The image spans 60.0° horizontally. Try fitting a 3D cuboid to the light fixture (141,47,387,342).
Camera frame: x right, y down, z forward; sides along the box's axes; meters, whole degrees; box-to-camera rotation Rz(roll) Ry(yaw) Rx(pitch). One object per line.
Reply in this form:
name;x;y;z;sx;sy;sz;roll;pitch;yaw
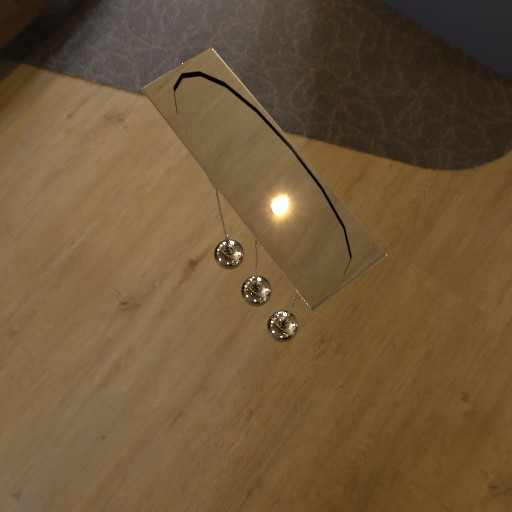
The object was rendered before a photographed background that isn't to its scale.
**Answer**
light fixture;0.000;0.000;1.606;0.188;1.408;0.623;-35;77;-9
